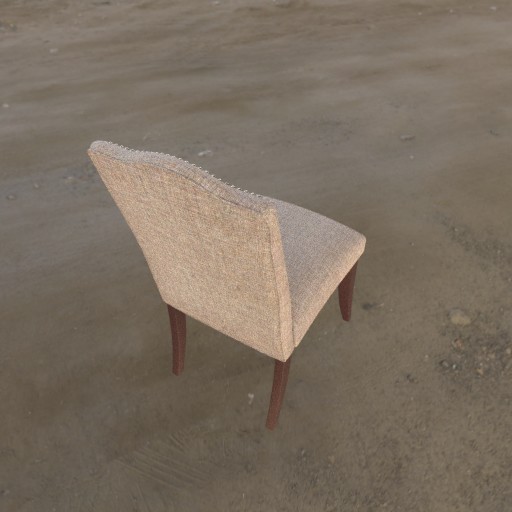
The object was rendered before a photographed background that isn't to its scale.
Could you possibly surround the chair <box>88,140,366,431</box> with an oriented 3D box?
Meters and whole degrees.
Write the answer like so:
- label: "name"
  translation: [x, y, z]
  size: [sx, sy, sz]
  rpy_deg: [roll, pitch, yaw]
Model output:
- label: "chair"
  translation: [0.000, 0.000, 1.356]
  size: [0.513, 1.016, 0.660]
  rpy_deg: [23, 49, 21]
